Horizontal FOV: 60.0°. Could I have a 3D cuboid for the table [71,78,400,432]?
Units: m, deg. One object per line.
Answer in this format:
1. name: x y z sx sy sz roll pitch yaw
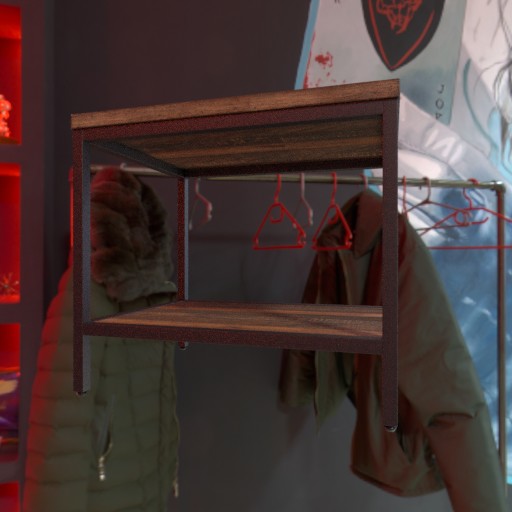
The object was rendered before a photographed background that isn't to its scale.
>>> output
1. table: 0.000 0.000 1.109 0.678 0.612 0.524 0 0 17
